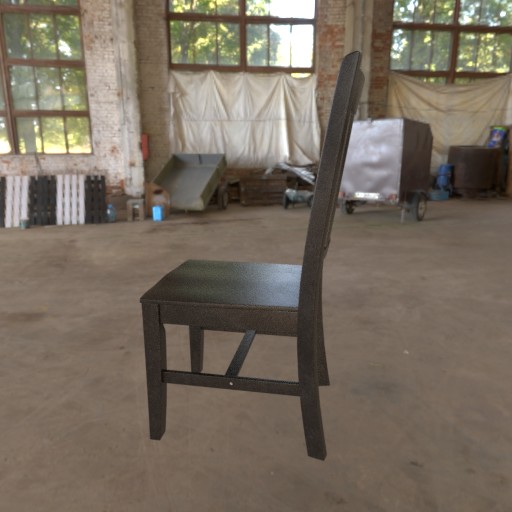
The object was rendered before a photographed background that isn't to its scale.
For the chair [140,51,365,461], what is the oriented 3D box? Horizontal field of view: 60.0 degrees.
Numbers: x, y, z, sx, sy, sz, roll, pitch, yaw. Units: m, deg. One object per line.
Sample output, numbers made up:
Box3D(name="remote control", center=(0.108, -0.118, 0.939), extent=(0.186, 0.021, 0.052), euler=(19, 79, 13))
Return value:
Box3D(name="chair", center=(0.000, 0.000, 1.280), extent=(0.555, 0.998, 0.450), euler=(3, 15, 10))
